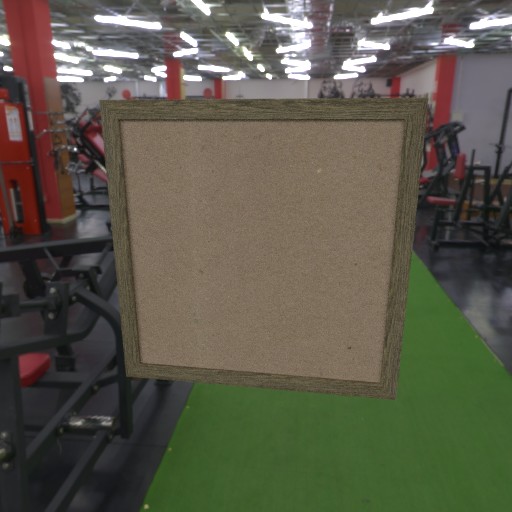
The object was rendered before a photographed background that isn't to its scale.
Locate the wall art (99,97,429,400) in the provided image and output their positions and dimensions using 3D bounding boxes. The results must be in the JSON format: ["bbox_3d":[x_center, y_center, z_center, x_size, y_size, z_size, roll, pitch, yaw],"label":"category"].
[{"bbox_3d":[0.000,0.000,0.761,0.508,0.508,0.019,3,17,8],"label":"wall art"}]
